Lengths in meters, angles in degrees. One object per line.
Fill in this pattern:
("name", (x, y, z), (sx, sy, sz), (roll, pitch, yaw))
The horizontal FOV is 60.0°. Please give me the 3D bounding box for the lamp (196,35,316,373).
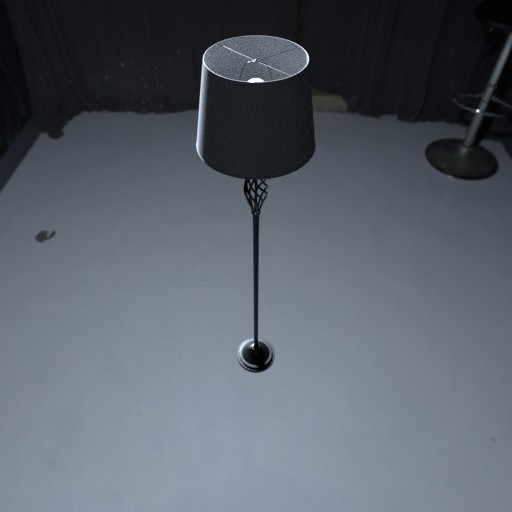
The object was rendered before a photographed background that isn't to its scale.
("lamp", (0.000, 0.000, 1.814), (0.379, 1.623, 0.379), (0, 48, 0))
